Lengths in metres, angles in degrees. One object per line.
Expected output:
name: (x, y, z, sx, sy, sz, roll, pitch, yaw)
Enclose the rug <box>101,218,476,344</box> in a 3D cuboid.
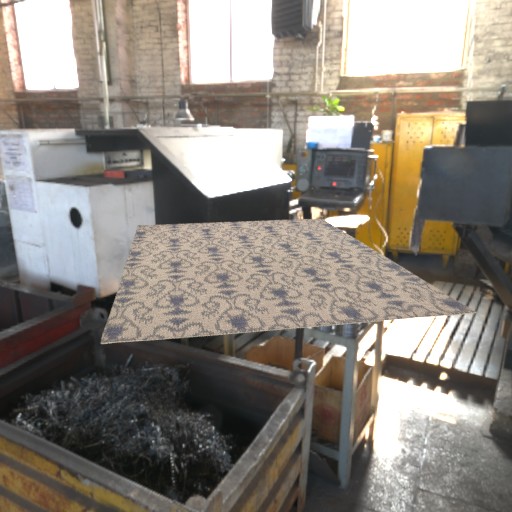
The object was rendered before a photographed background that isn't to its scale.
rug: (0.000, 0.000, 4.281, 2.437, 0.015, 3.205, -3, 17, -10)
